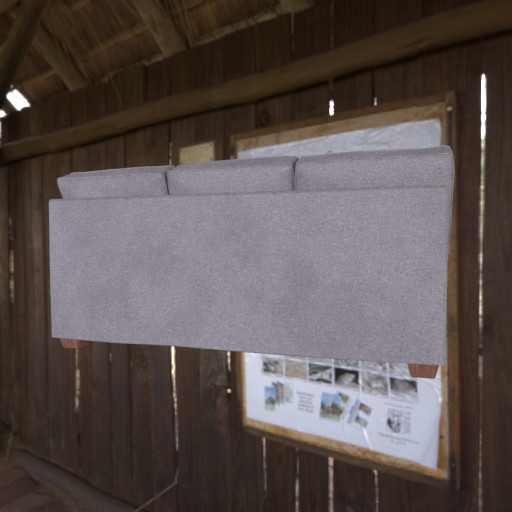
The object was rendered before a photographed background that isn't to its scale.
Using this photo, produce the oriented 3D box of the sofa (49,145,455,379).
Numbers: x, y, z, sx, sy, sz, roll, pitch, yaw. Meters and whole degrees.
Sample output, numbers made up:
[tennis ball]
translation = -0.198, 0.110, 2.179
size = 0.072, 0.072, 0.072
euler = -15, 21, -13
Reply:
[sofa]
translation = 0.000, 0.000, 2.504
size = 1.962, 0.973, 1.027
euler = 0, 1, 17
